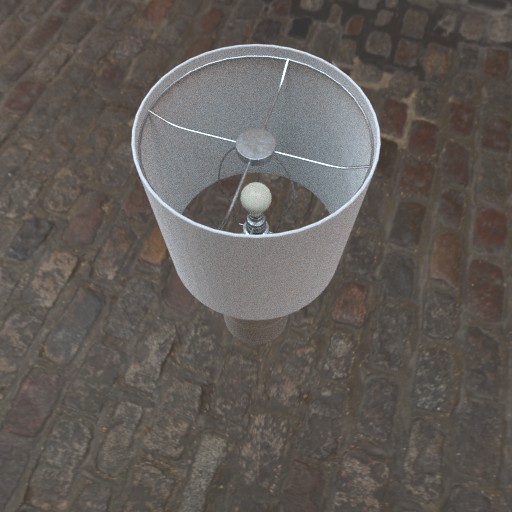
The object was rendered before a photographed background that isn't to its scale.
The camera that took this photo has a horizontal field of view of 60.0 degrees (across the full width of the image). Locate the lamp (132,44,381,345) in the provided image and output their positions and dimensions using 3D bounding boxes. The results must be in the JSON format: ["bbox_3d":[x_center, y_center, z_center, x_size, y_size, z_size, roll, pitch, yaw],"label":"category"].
[{"bbox_3d":[0.000,0.000,0.600,0.212,0.493,0.212,16,65,8],"label":"lamp"}]
